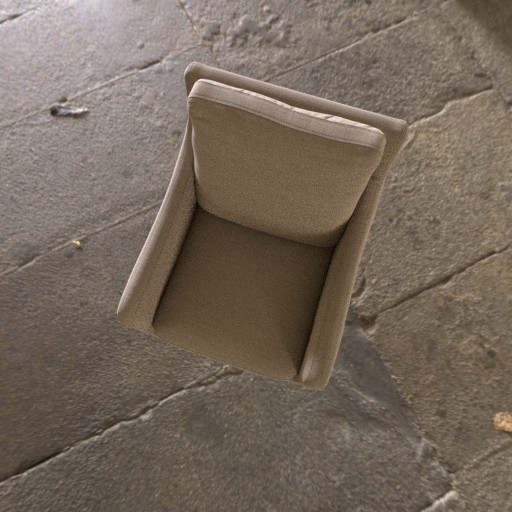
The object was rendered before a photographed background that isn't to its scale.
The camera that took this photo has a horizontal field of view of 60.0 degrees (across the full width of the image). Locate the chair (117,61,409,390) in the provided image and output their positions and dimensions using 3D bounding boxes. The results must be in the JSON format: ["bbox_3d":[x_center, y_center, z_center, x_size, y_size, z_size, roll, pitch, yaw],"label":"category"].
[{"bbox_3d":[0.000,0.000,1.416,0.626,0.914,0.694,18,76,5],"label":"chair"}]
